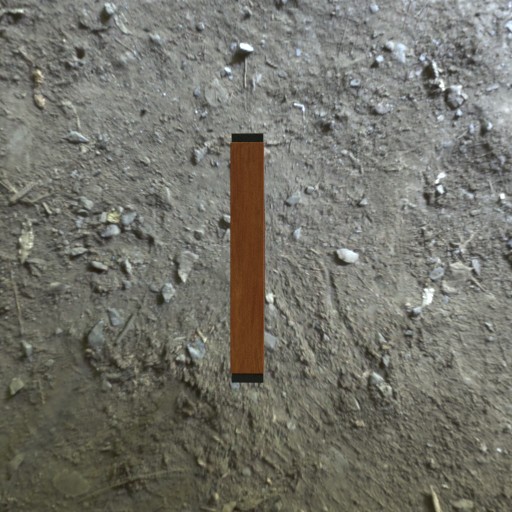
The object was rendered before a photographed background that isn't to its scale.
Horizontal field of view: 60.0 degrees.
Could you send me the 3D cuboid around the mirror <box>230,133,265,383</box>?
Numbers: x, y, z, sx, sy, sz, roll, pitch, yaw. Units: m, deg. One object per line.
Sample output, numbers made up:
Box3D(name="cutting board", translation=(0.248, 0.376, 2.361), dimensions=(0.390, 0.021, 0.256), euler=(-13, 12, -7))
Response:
Box3D(name="mirror", translation=(0.000, 0.000, 1.169), dimensions=(0.047, 1.123, 0.343), euler=(0, 90, 1))
